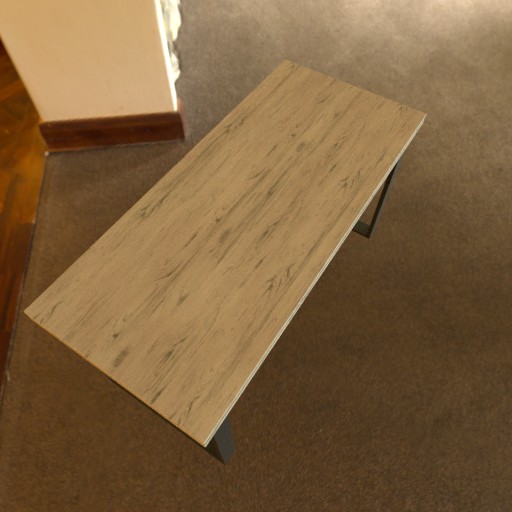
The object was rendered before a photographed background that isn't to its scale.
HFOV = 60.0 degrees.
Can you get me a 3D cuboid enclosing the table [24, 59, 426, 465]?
[{"bbox_3d":[0.000,0.000,2.226,0.795,0.899,1.778,29,62,17],"label":"table"}]
